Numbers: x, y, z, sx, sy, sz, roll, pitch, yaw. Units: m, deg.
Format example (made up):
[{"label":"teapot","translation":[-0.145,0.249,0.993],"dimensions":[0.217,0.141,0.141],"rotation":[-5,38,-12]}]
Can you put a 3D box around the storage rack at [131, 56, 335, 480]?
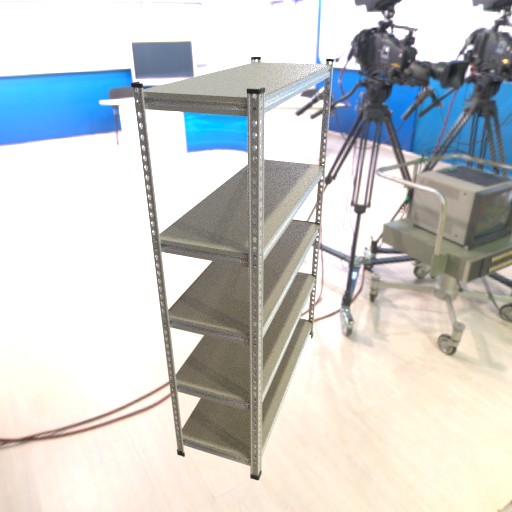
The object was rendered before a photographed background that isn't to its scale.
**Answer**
[{"label":"storage rack","translation":[0.000,0.000,2.332],"dimensions":[0.457,1.829,1.219],"rotation":[9,30,17]}]
